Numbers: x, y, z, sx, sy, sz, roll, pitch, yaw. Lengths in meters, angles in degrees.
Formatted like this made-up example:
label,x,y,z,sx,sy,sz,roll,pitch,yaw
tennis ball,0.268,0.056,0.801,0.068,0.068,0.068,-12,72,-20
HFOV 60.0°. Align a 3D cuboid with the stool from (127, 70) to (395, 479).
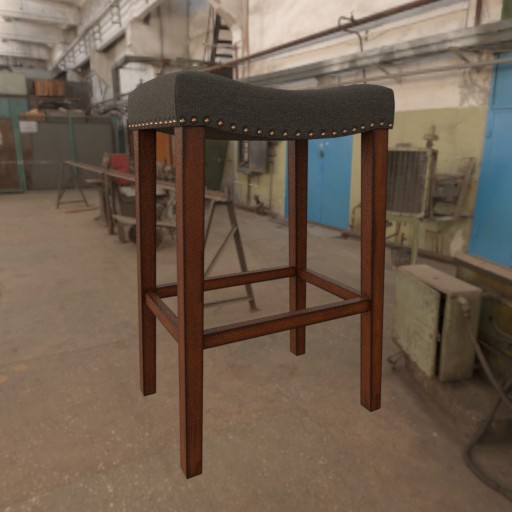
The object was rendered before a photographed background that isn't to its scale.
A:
label,x,y,z,sx,sy,sz,roll,pitch,yaw
stool,0.000,0.000,1.039,0.502,0.760,0.366,-8,17,-27
